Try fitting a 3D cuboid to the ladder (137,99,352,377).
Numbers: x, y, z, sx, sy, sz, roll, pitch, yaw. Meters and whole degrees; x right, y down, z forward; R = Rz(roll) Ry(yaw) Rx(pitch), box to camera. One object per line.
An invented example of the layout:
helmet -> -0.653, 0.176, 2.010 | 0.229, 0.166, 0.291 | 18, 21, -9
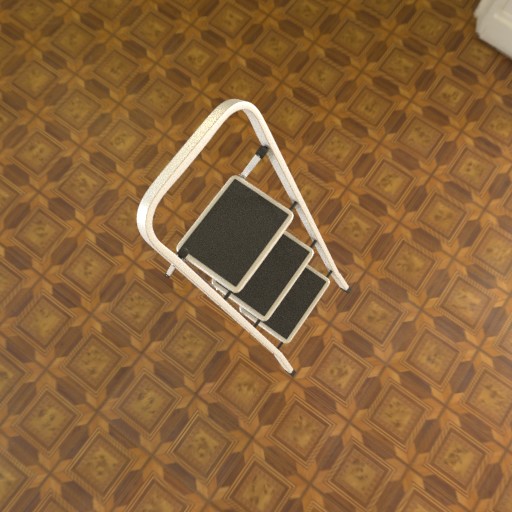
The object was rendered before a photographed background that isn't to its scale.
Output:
ladder -> 0.000, 0.000, 1.454 | 0.711, 1.050, 0.460 | 35, 78, 8
